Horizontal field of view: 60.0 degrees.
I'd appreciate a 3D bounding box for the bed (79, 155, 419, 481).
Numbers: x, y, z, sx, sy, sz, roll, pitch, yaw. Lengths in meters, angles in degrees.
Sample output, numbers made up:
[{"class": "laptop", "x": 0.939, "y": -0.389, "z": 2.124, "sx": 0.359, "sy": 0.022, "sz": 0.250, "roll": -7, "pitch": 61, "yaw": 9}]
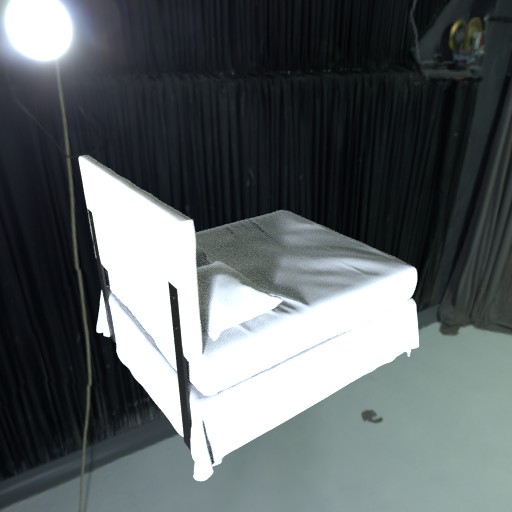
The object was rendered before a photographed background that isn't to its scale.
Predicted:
[{"class": "bed", "x": 0.000, "y": 0.000, "z": 3.526, "sx": 2.222, "sy": 1.577, "sz": 1.936, "roll": -17, "pitch": 31, "yaw": -32}]
